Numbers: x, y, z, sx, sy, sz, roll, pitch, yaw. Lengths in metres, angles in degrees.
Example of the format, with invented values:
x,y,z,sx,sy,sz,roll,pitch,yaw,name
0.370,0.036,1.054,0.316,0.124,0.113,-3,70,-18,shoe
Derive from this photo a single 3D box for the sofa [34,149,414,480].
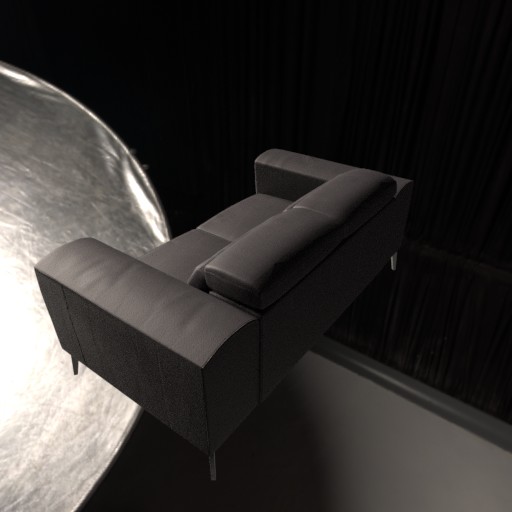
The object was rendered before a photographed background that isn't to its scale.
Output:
x,y,z,sx,sy,sz,roll,pitch,yaw,name
0.000,0.000,2.387,1.003,0.779,1.895,22,38,30,sofa
